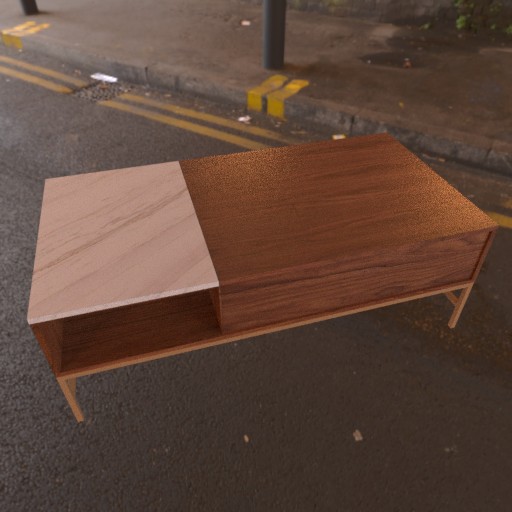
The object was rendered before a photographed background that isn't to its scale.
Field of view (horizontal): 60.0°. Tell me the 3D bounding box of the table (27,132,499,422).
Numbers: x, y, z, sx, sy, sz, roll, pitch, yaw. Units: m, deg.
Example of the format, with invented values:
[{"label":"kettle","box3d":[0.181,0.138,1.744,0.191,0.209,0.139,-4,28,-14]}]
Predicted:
[{"label":"table","box3d":[0.000,0.000,1.860,1.553,0.551,0.789,-11,41,-12]}]
